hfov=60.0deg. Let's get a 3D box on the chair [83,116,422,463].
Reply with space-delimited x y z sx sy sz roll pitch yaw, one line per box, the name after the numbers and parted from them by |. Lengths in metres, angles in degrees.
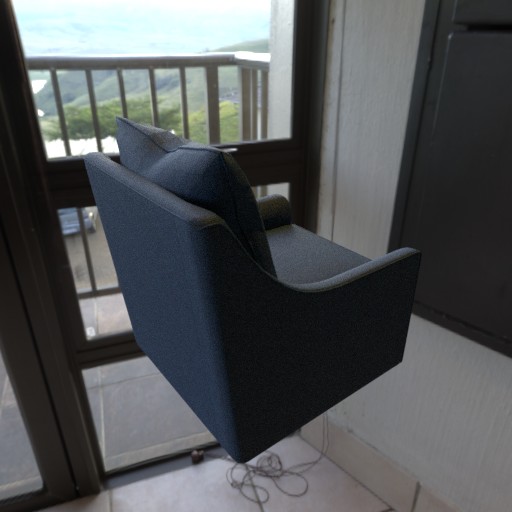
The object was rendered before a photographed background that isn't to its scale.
0.000 0.000 1.554 0.870 0.939 0.750 -19 32 -33 | chair
